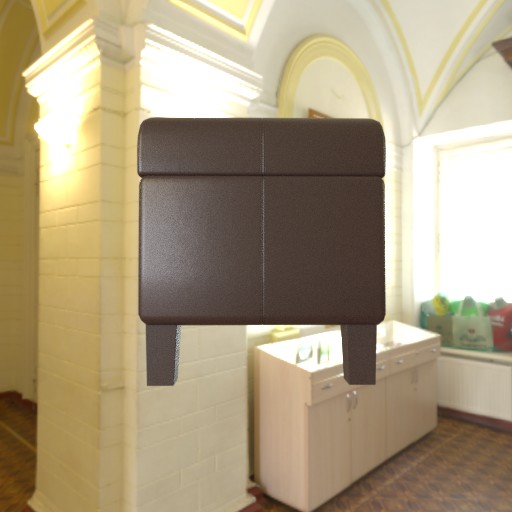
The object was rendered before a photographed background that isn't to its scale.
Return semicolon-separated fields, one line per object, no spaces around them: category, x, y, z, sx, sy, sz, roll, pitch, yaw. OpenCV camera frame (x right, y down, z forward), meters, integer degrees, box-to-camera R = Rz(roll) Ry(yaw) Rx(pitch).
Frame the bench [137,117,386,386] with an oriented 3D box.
bench;0.000;0.000;1.278;0.429;0.457;1.092;0;-1;-1
